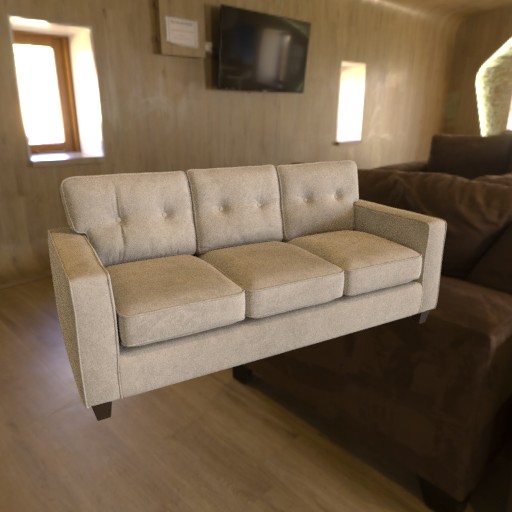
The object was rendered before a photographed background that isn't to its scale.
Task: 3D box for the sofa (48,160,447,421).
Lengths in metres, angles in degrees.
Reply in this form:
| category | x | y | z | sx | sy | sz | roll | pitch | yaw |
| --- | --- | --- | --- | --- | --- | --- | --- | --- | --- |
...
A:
| category | x | y | z | sx | sy | sz | roll | pitch | yaw |
| --- | --- | --- | --- | --- | --- | --- | --- | --- | --- |
| sofa | 0.000 | 0.000 | 2.573 | 2.133 | 0.965 | 0.939 | -9 | 20 | -27 |
